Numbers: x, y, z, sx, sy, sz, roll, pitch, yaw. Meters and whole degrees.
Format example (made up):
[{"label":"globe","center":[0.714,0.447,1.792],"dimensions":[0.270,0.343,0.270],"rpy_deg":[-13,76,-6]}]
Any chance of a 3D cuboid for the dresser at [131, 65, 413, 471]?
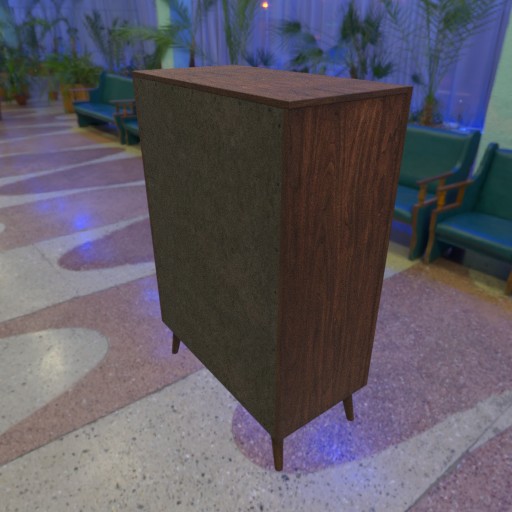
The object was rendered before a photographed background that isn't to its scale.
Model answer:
[{"label":"dresser","center":[0.000,0.000,1.816],"dimensions":[0.498,1.365,0.919],"rpy_deg":[-19,33,-32]}]
